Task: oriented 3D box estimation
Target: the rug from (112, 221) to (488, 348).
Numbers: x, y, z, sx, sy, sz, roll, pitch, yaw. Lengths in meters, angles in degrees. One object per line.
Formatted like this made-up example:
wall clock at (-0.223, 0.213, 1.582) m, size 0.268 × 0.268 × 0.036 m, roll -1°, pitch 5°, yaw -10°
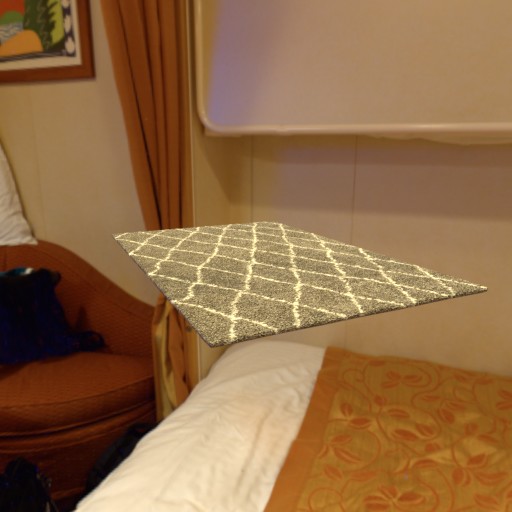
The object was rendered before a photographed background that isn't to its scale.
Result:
rug at (0.000, 0.000, 3.472) m, size 1.778 × 0.030 × 2.743 m, roll -7°, pitch 15°, yaw -25°
